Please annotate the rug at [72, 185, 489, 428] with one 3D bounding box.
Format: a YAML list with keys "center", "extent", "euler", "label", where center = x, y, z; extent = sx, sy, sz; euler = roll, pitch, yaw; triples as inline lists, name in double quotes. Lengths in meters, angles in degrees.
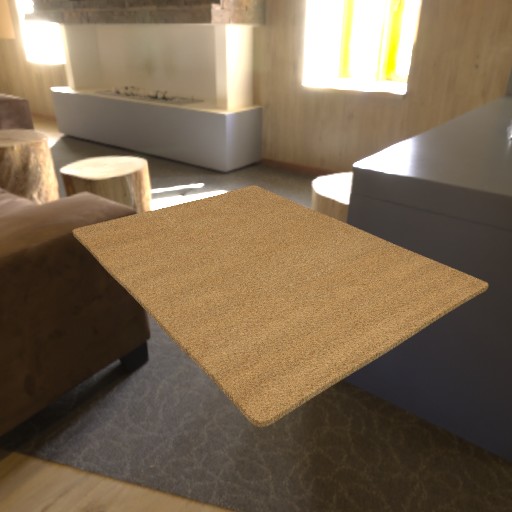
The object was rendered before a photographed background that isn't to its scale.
- center: [0.000, 0.000, 2.062]
  extent: [1.199, 0.025, 1.600]
  euler: [-19, 33, -33]
  label: "rug"
